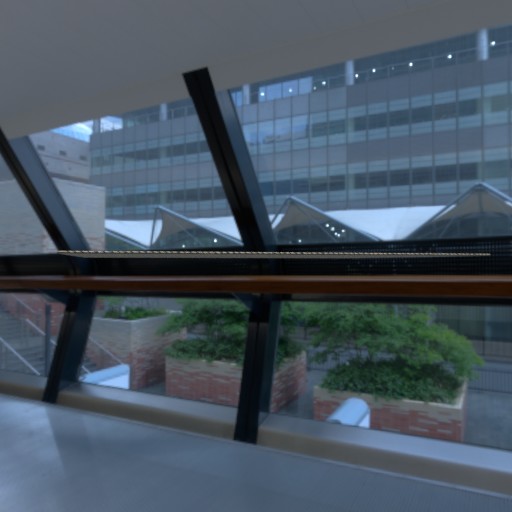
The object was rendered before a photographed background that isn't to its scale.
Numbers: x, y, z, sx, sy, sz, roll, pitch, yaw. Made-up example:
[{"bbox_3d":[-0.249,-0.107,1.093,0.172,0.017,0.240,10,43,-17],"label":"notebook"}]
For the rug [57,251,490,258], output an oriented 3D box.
[{"bbox_3d":[0.000,0.000,4.203,3.207,0.014,2.439,0,-1,-18],"label":"rug"}]
